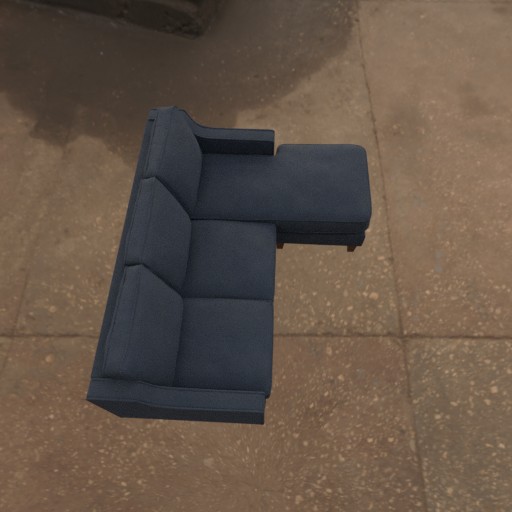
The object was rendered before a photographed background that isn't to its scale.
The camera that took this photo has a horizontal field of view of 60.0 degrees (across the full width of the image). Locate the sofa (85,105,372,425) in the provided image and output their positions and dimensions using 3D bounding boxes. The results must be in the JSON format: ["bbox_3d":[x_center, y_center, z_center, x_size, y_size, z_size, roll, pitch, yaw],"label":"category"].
[{"bbox_3d":[0.000,0.000,3.355,1.858,1.066,2.317,2,62,1],"label":"sofa"}]
